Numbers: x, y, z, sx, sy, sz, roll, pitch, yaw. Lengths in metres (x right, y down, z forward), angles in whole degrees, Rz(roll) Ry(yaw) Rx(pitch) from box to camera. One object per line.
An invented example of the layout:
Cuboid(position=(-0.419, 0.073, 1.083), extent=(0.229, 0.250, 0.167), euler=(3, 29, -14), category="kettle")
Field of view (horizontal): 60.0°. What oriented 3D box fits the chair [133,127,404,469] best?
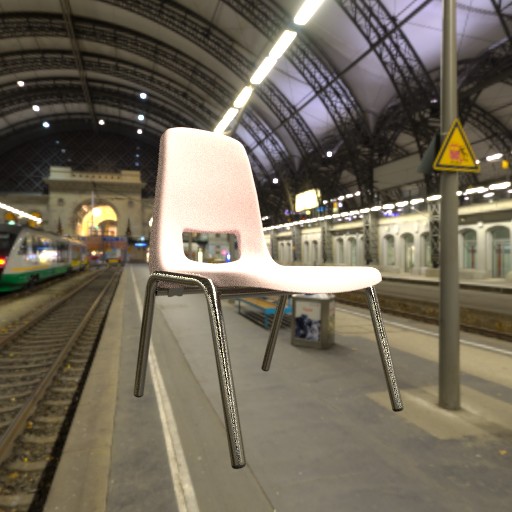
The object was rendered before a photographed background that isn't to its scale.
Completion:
Cuboid(position=(0.000, 0.000, 0.807), extent=(0.354, 0.537, 0.385), euler=(0, 0, -37), category="chair")
